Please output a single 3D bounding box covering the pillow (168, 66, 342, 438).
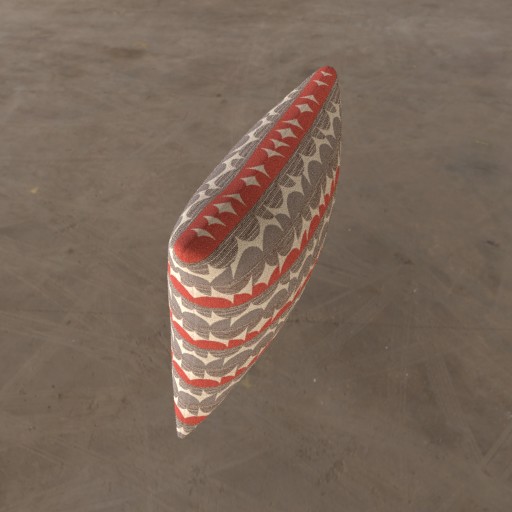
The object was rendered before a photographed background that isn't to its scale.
[{"bbox_3d":[0.000,0.000,0.642,0.180,0.410,0.420,17,48,16],"label":"pillow"}]
